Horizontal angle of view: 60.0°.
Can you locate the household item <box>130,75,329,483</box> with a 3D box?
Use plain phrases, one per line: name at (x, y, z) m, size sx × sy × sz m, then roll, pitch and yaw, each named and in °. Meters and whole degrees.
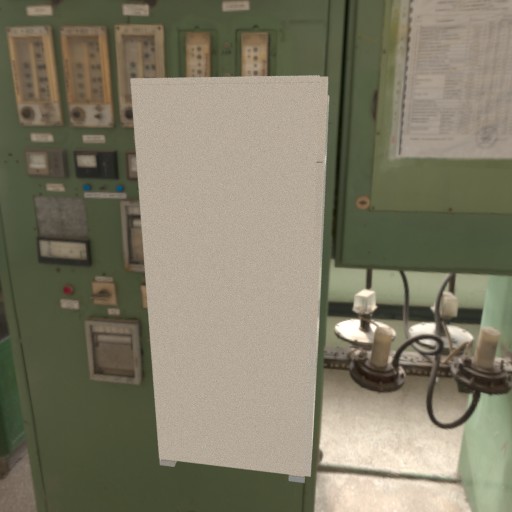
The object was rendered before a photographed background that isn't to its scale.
household item at (0.000, 0.000, 1.439) m, size 0.420 × 1.010 × 0.790 m, roll 3°, pitch 17°, yaw 9°
